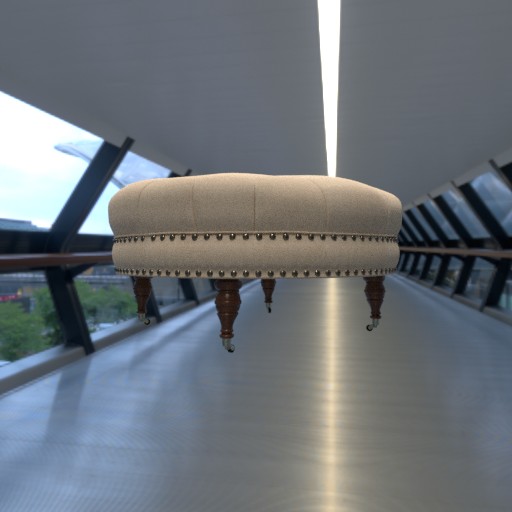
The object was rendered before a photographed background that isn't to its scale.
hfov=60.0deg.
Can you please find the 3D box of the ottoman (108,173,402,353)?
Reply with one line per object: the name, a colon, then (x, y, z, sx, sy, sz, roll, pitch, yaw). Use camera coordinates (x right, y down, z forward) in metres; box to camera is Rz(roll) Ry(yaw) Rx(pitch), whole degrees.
ottoman: (0.000, 0.000, 1.487, 0.940, 0.483, 0.940, 0, 0, 0)
